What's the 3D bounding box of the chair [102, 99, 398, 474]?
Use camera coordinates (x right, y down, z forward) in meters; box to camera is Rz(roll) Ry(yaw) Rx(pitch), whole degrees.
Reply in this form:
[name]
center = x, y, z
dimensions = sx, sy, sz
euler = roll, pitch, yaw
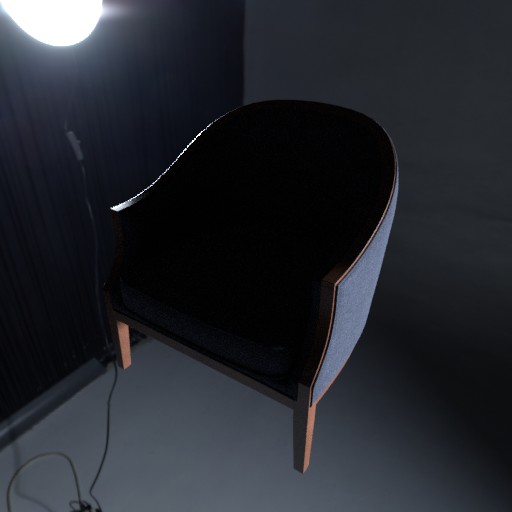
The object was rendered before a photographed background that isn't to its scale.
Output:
[chair]
center = 0.000, 0.000, 1.471
dimensions = 0.803, 0.876, 0.735
euler = 18, 35, 29
